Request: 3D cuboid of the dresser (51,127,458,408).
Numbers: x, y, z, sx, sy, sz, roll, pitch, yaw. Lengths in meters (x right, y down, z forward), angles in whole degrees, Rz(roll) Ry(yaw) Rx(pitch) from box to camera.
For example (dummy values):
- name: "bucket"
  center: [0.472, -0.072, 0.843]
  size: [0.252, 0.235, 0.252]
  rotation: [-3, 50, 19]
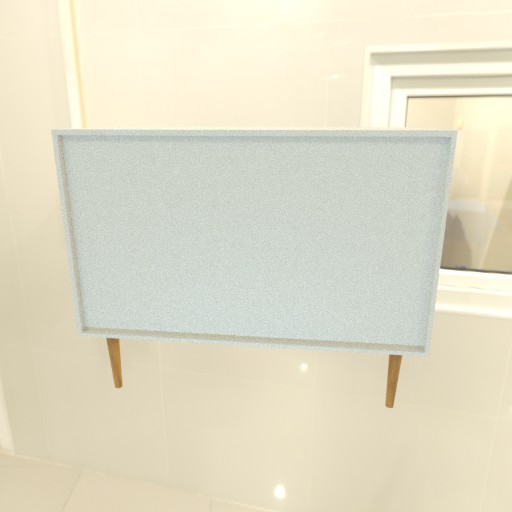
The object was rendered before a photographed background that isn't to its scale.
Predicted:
- name: "dresser"
  center: [0.000, 0.000, 1.301]
  size: [0.905, 0.721, 0.457]
  rotation: [2, 17, 7]
